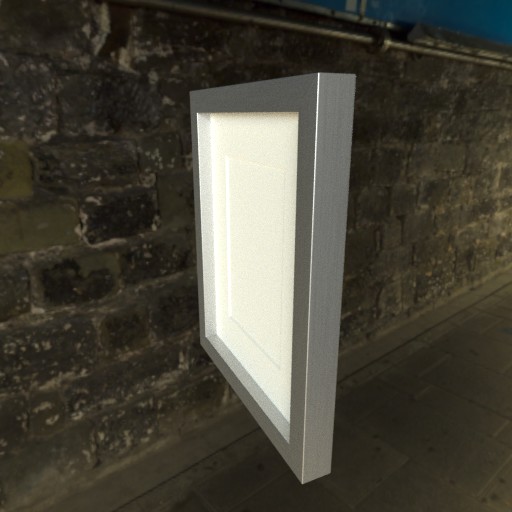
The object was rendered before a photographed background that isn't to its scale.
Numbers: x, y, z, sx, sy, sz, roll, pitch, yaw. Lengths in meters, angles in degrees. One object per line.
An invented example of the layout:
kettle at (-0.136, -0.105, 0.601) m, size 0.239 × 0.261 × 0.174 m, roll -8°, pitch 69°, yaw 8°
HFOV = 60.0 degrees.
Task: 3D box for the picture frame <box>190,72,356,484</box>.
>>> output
picture frame at (0.000, 0.000, 0.392) m, size 0.036 × 0.282 × 0.233 m, roll -8°, pitch 20°, yaw -24°
